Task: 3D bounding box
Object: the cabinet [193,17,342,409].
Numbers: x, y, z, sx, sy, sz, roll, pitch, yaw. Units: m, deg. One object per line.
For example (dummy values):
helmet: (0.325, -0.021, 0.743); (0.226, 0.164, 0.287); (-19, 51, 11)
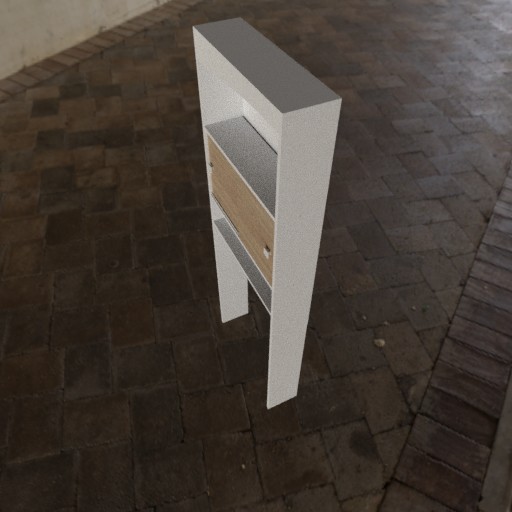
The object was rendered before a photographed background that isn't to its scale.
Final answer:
cabinet: (0.000, 0.000, 1.992); (0.192, 1.770, 0.643); (-20, 51, -17)
